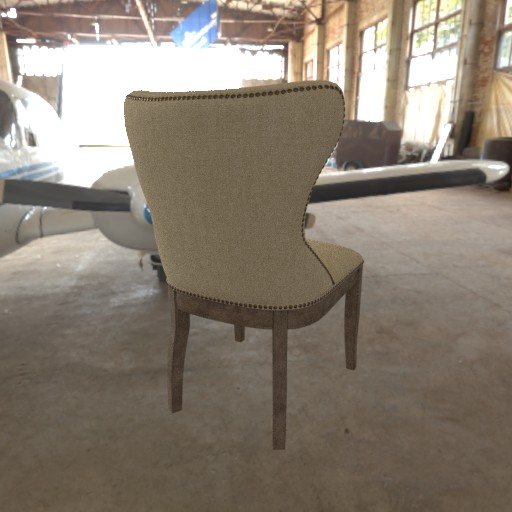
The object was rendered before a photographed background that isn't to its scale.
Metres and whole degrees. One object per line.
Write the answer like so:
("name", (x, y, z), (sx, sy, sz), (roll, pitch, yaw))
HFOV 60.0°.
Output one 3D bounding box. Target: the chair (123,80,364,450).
("chair", (0.000, 0.000, 1.436), (0.654, 1.002, 0.681), (8, 18, 27))
